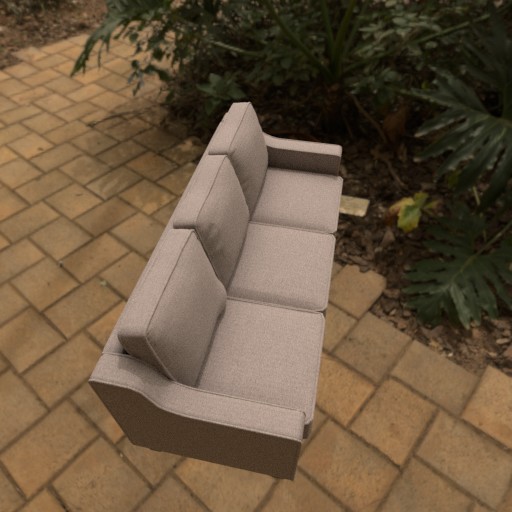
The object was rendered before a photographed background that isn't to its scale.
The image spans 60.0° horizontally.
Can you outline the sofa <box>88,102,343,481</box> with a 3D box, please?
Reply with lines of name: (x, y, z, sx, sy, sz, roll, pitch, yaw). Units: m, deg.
sofa: (0.000, 0.000, 2.584, 0.899, 0.950, 2.129, 9, 47, 8)
